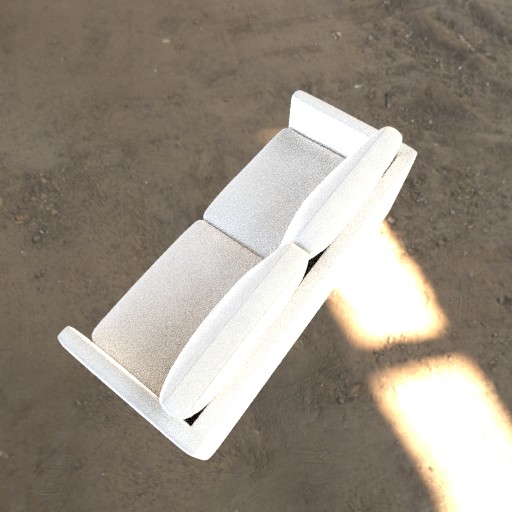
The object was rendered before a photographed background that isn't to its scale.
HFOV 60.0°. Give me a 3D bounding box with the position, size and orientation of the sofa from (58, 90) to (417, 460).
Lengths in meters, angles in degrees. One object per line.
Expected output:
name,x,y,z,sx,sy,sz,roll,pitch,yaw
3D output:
sofa,0.000,0.000,2.669,0.924,0.933,2.139,34,68,16
